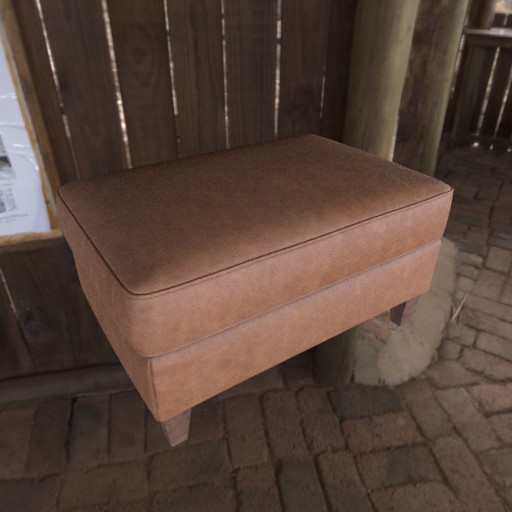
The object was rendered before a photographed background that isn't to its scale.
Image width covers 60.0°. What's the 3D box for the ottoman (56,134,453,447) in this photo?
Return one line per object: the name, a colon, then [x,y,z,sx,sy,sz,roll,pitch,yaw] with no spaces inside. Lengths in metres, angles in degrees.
ottoman: [0.000,0.000,1.189,0.864,0.483,0.584,-19,36,-28]
